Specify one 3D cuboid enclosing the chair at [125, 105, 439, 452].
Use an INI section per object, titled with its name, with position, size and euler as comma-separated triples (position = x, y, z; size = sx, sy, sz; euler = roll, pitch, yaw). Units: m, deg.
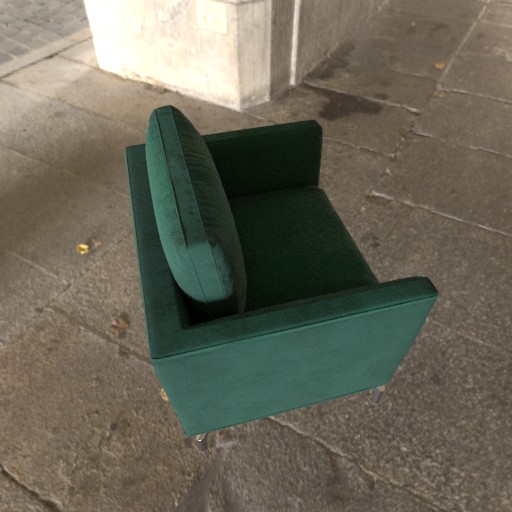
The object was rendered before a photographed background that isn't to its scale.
[chair]
position = 0.000, 0.000, 1.740
size = 0.852, 0.997, 1.047
euler = -11, 48, -10
